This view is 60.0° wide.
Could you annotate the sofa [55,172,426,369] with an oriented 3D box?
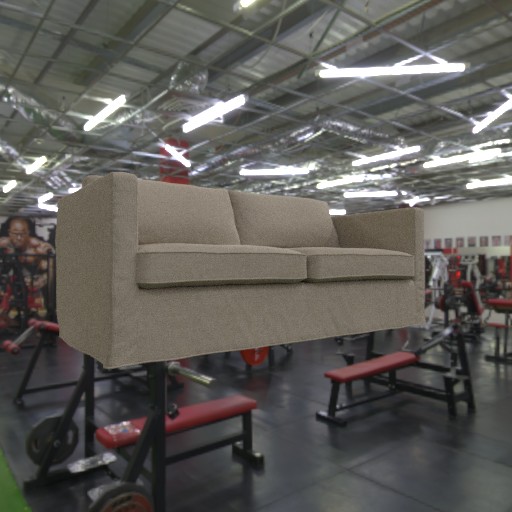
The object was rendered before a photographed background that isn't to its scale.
[{"bbox_3d":[0.000,0.000,2.546,1.987,0.847,0.956,1,-1,-36],"label":"sofa"}]
